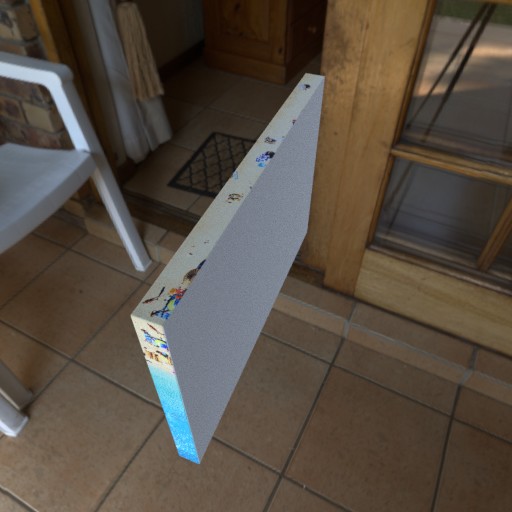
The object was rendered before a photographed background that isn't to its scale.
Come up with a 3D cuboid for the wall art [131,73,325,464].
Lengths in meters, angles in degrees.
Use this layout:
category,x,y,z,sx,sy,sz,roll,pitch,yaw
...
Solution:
category,x,y,z,sx,sy,sz,roll,pitch,yaw
wall art,0.000,0.000,1.168,0.057,0.595,0.894,16,49,15
